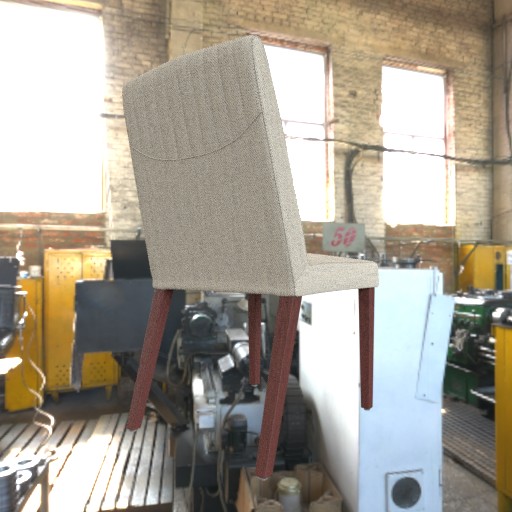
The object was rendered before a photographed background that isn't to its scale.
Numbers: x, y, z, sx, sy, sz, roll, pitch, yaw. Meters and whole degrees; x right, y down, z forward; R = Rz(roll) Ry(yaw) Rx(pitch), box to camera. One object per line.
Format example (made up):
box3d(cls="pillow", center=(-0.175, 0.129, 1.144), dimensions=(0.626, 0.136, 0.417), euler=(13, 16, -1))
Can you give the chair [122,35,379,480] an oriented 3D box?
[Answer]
box3d(cls="chair", center=(0.000, 0.000, 1.219), dimensions=(0.480, 0.900, 0.594), euler=(-1, -1, 37))
